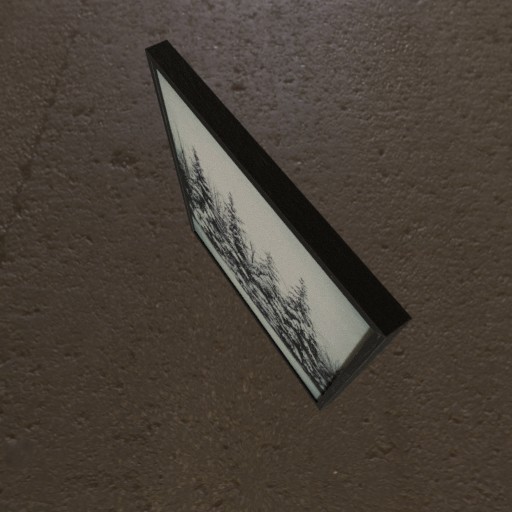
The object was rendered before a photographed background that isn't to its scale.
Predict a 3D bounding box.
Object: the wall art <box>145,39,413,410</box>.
[{"bbox_3d":[0.000,0.000,0.759,0.036,0.506,0.506,-31,67,-15],"label":"wall art"}]
